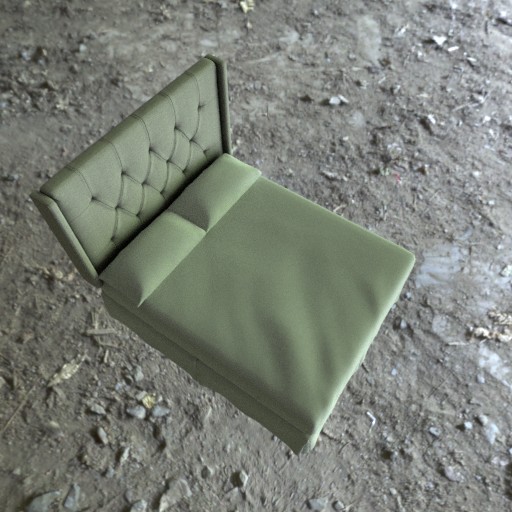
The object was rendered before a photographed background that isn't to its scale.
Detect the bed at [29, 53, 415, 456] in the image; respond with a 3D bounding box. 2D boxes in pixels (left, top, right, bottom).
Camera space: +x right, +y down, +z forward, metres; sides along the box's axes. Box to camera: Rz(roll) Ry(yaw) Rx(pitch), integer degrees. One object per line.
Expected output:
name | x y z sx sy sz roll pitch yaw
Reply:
bed | 0.000 0.000 3.306 2.066 1.665 1.719 30 62 18
